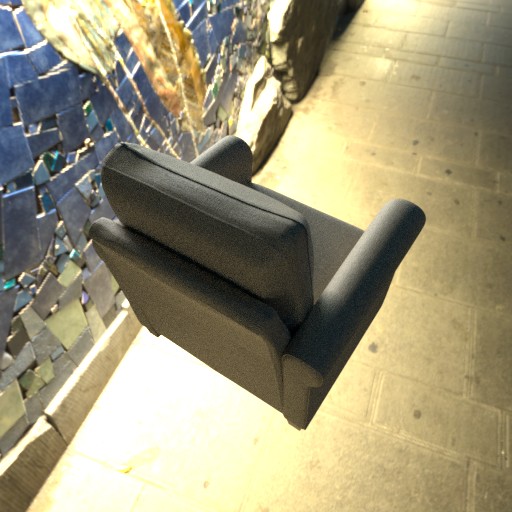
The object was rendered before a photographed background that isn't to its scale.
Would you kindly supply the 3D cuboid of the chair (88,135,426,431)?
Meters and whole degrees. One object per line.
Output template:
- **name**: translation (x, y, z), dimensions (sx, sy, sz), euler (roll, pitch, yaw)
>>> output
- **chair**: translation (0.000, 0.000, 2.233), dimensions (1.275, 1.349, 1.180), euler (26, 52, 23)
